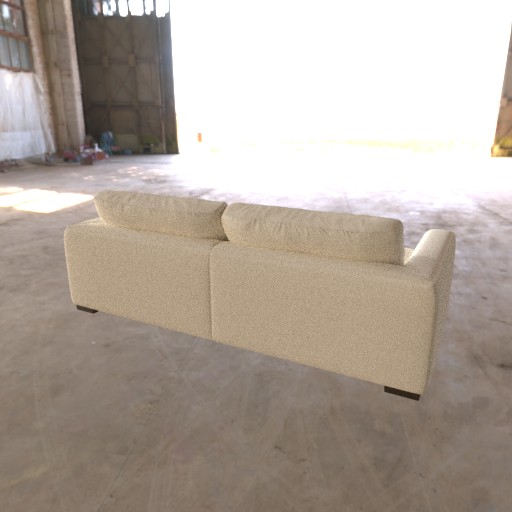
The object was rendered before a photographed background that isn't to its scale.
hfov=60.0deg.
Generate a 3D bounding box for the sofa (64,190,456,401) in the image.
[{"bbox_3d":[0.000,0.000,2.805,2.262,0.801,1.070,9,19,26],"label":"sofa"}]
